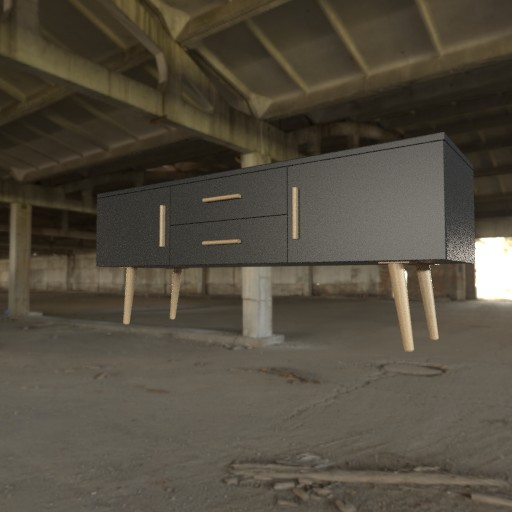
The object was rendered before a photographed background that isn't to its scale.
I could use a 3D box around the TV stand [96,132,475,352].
[{"bbox_3d":[0.000,0.000,1.526,1.312,0.518,0.390,-2,-3,36],"label":"TV stand"}]
